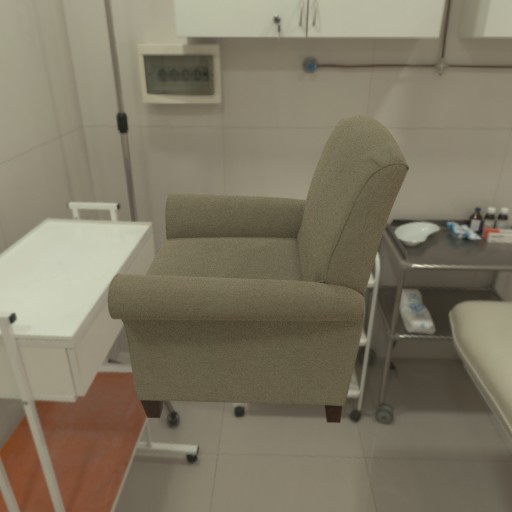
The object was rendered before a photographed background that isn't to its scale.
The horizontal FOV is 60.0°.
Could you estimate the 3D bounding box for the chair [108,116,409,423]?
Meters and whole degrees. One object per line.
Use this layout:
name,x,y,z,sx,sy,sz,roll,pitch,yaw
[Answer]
chair,0.000,0.000,1.786,0.905,1.061,0.978,1,26,2
